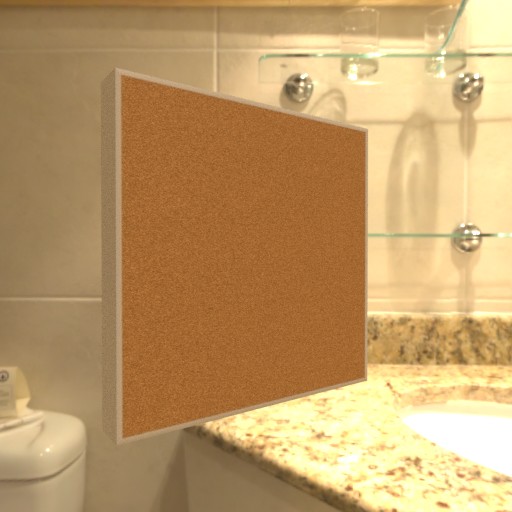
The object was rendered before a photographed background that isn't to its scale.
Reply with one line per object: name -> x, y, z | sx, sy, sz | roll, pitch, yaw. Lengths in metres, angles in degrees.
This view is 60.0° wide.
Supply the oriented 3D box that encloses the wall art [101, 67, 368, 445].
wall art -> 0.000, 0.000, 0.461 | 0.305, 0.304, 0.038 | -1, 1, -36
